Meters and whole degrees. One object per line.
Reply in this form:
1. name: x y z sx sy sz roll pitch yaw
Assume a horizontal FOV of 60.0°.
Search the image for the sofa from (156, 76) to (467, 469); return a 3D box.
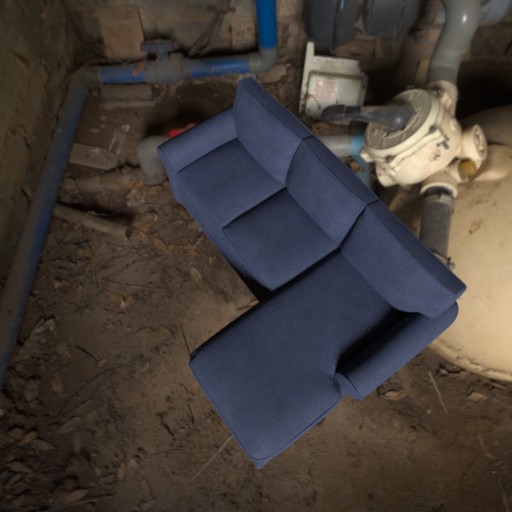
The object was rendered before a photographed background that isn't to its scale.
1. sofa: 0.000 0.000 3.436 1.780 1.063 2.567 -34 69 -15
